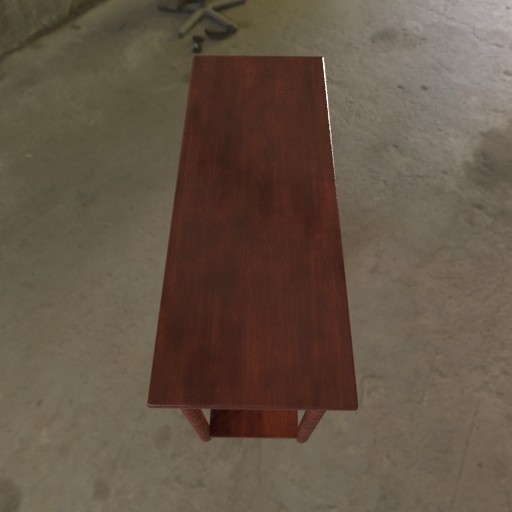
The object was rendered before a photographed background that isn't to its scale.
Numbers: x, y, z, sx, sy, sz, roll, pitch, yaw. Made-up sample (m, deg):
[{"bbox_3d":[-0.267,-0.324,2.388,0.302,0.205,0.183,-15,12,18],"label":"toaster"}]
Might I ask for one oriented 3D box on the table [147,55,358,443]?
[{"bbox_3d":[0.000,0.000,1.550,0.459,0.740,1.184,1,59,0],"label":"table"}]
